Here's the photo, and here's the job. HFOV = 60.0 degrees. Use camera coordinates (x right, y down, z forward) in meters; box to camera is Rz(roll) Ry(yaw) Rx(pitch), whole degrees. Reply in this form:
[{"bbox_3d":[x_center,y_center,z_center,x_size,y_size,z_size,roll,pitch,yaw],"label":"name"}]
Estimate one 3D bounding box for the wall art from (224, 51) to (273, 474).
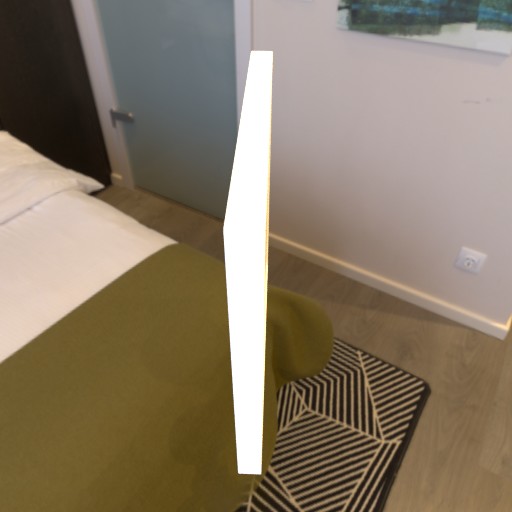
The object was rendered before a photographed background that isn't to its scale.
[{"bbox_3d":[0.000,0.000,0.750,0.038,0.508,0.508,2,41,2],"label":"wall art"}]
